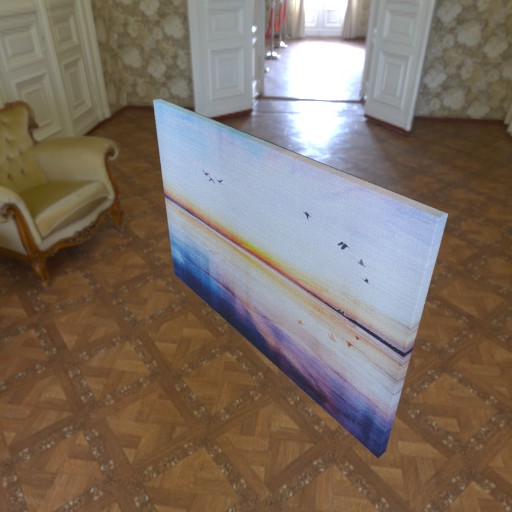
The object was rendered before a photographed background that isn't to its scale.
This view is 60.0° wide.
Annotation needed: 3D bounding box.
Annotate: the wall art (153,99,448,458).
[{"bbox_3d":[0.000,0.000,1.413,0.034,0.756,1.137,-23,39,-31],"label":"wall art"}]
